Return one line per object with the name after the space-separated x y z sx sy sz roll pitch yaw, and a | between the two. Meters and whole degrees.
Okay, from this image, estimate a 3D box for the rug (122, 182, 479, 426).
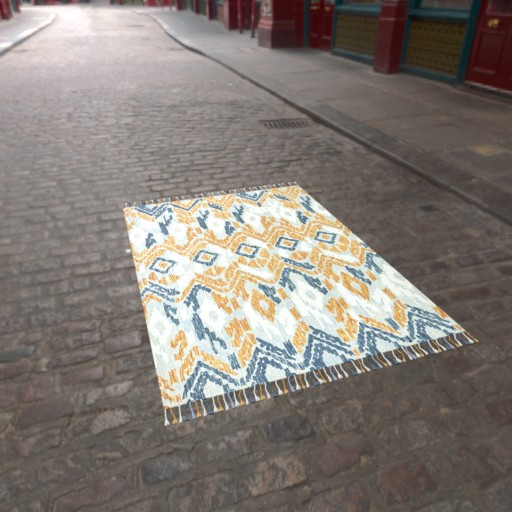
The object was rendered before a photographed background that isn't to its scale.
0.000 0.000 2.305 1.230 0.008 1.827 -10 32 -16 | rug
